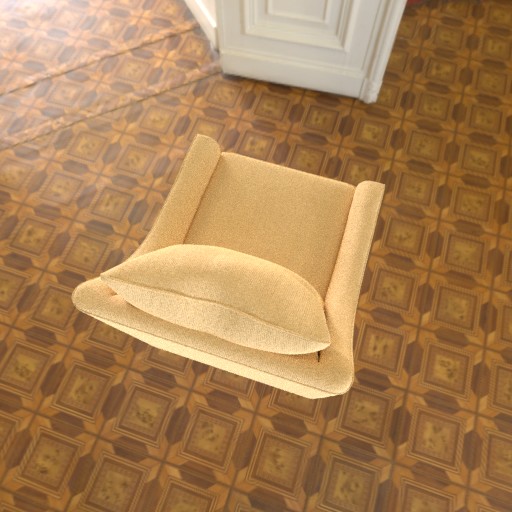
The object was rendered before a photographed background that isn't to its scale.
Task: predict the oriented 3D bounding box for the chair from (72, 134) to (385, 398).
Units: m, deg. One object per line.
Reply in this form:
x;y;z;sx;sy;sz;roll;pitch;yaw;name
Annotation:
0.000;0.000;1.586;0.760;0.927;0.876;17;67;7;chair
